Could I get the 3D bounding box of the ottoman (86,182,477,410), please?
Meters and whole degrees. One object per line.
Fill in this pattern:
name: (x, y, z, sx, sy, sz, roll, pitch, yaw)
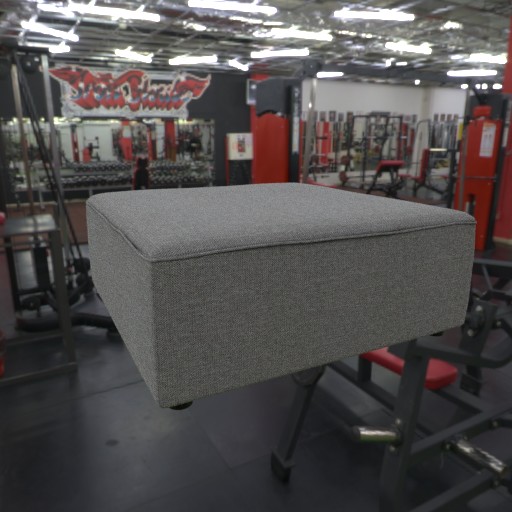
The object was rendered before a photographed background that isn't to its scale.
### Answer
ottoman: (0.000, 0.000, 1.579, 1.023, 0.423, 1.017, -8, 17, -26)
